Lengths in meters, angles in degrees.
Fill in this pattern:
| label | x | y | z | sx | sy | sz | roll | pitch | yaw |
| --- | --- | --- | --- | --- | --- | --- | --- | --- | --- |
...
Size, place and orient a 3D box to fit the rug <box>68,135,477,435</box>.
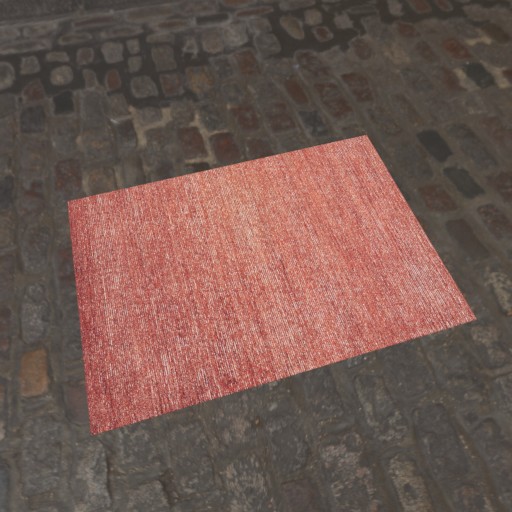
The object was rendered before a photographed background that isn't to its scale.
| label | x | y | z | sx | sy | sz | roll | pitch | yaw |
| --- | --- | --- | --- | --- | --- | --- | --- | --- | --- |
| rug | 0.000 | 0.000 | 5.012 | 3.965 | 0.025 | 2.803 | -14 | 60 | -8 |
